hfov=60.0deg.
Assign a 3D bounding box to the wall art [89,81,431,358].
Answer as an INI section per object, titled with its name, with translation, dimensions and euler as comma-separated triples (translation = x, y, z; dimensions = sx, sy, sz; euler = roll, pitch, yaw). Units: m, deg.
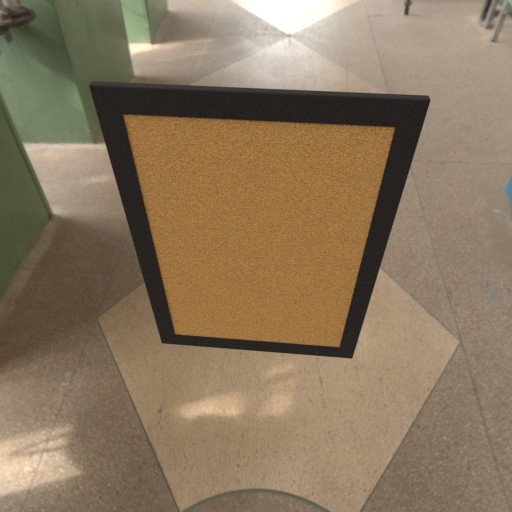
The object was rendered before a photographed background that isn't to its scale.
[wall art]
translation = 0.000, 0.000, 0.678
dimensions = 0.374, 0.529, 0.012
euler = 4, 47, 4
